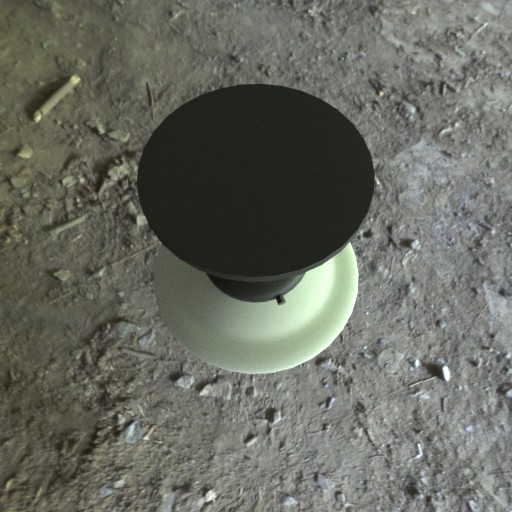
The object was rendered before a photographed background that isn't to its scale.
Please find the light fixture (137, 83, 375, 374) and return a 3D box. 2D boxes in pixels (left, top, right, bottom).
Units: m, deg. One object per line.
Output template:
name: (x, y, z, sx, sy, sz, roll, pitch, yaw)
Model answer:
light fixture: (0.000, 0.000, 0.398, 0.197, 0.254, 0.197, 0, 64, 0)
